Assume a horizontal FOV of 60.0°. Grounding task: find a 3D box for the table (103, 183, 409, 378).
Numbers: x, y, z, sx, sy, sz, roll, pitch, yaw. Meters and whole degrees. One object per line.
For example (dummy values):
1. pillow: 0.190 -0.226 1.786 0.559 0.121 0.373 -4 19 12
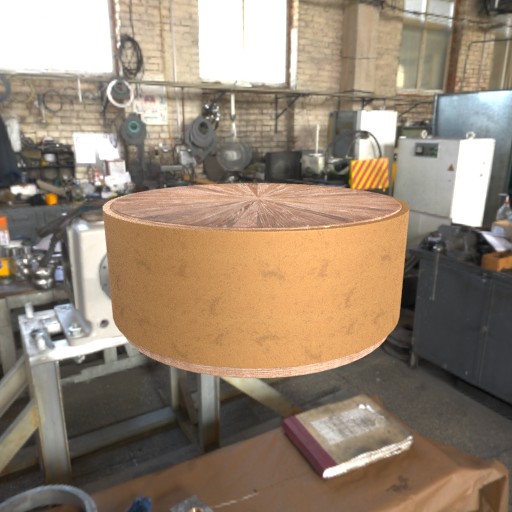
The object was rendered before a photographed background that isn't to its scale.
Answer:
1. table: 0.000 0.000 1.577 1.001 0.409 1.001 0 16 0
